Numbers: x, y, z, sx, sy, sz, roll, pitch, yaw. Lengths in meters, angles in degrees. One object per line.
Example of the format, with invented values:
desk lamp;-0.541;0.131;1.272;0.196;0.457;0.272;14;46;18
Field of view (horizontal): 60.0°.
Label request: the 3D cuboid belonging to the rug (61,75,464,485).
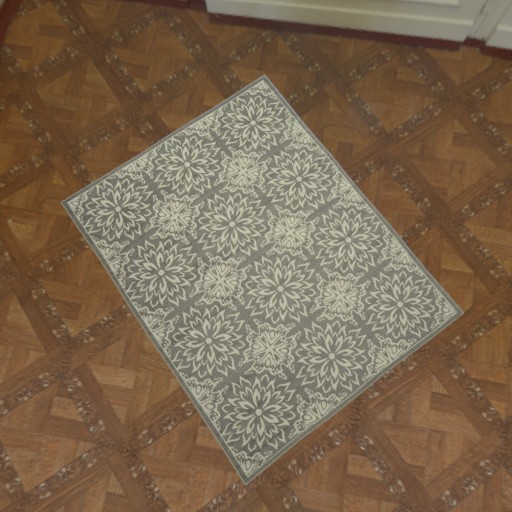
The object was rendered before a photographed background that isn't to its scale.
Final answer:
rug;0.000;0.000;4.021;2.363;0.012;2.980;-35;78;-8
